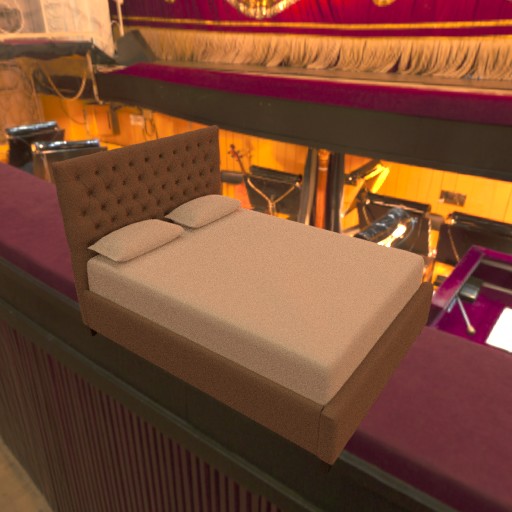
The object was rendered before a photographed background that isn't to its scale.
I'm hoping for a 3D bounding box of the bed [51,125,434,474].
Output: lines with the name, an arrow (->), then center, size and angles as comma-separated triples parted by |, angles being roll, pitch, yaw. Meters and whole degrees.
bed -> 0.000, 0.000, 3.304 | 2.233, 1.426, 1.696 | 18, 32, 32
